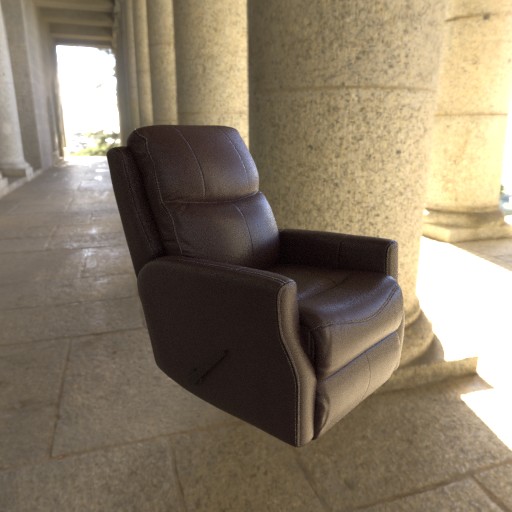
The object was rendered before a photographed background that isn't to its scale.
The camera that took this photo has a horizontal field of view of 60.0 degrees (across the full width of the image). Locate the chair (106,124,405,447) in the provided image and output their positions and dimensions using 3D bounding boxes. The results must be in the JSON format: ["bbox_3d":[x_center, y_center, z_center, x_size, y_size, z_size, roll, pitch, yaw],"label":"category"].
[{"bbox_3d":[0.000,0.000,1.807,1.080,1.030,0.829,14,21,41],"label":"chair"}]
